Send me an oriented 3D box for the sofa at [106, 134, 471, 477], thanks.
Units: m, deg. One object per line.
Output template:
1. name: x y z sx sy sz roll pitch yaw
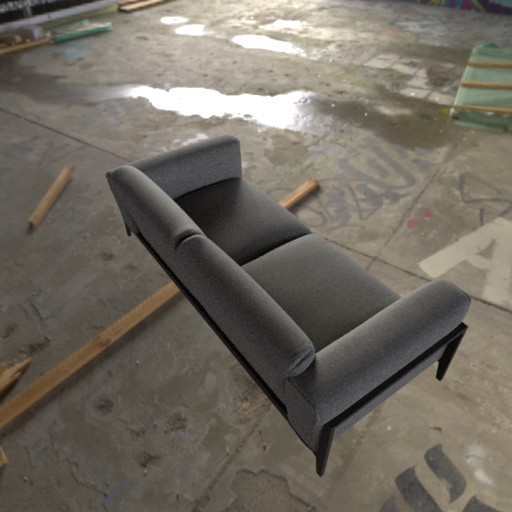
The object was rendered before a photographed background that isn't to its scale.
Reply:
1. sofa: 0.000 0.000 2.570 0.985 0.703 2.125 -25 47 -26
